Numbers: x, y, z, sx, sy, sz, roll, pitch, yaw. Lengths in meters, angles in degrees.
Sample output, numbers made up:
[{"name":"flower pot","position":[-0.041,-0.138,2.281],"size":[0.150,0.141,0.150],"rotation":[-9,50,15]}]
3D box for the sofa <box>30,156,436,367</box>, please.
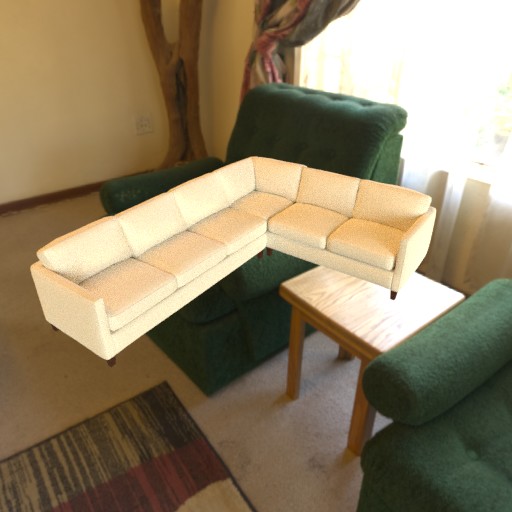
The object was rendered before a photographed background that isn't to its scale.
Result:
[{"name":"sofa","position":[0.000,0.000,4.461],"size":[2.593,0.947,3.302],"rotation":[20,36,30]}]
